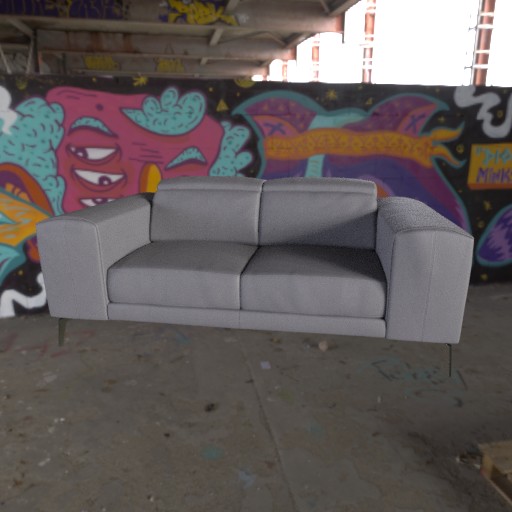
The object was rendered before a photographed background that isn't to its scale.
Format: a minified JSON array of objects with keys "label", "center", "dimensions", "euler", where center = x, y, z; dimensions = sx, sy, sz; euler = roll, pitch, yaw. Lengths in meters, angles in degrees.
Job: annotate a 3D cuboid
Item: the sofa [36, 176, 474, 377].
[{"label":"sofa","center":[0.000,0.000,2.372],"dimensions":[1.895,0.779,1.003],"euler":[2,15,9]}]
